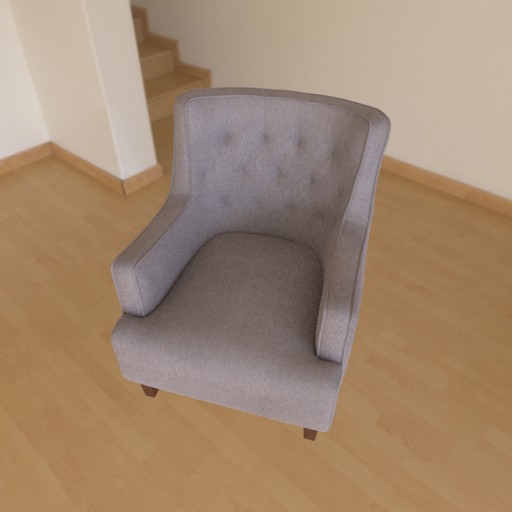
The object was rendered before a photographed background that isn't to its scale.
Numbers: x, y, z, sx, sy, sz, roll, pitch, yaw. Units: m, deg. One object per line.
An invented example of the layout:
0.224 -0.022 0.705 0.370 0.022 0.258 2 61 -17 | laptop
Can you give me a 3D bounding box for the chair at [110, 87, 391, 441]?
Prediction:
0.000 0.000 1.619 0.781 0.919 0.910 11 42 12 | chair
